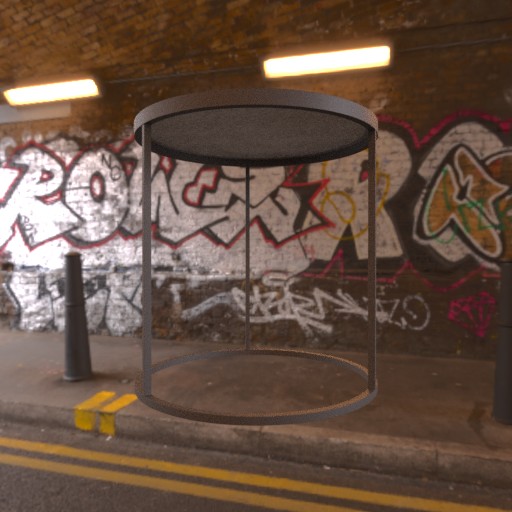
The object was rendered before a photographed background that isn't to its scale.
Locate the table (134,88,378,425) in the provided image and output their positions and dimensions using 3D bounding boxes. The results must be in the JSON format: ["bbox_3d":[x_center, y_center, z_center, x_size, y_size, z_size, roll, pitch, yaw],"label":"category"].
[{"bbox_3d":[0.000,0.000,0.887,0.470,0.498,0.470,0,0,0],"label":"table"}]
